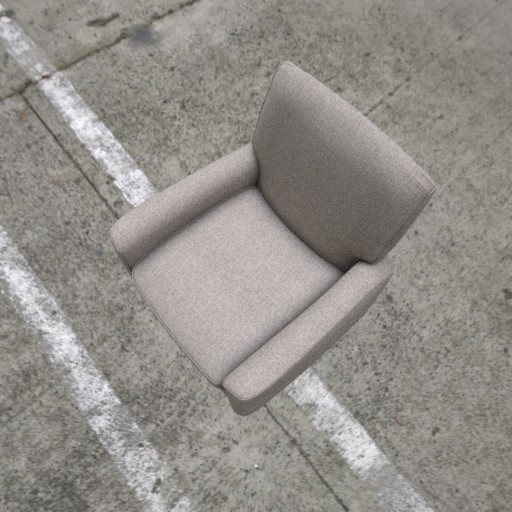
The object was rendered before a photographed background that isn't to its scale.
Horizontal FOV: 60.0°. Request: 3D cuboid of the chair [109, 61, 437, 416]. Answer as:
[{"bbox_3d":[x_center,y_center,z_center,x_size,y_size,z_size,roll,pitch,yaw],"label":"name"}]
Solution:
[{"bbox_3d":[0.000,0.000,1.704,0.864,1.014,0.848,-37,70,-16],"label":"chair"}]
